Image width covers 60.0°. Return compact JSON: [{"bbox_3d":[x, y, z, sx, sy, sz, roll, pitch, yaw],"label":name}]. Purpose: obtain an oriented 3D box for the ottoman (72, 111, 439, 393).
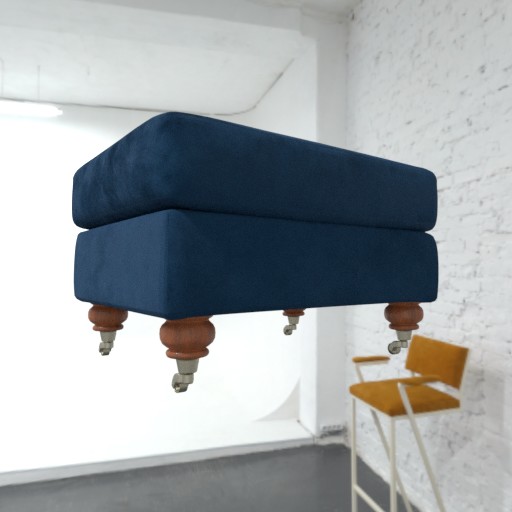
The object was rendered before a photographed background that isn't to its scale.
[{"bbox_3d":[0.000,0.000,1.110,0.773,0.503,0.572,1,-2,-36],"label":"ottoman"}]
